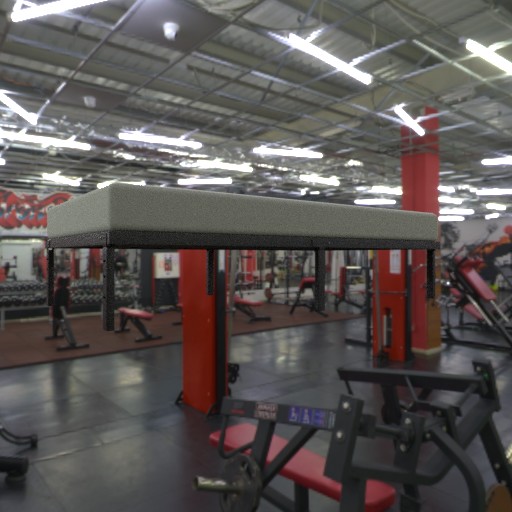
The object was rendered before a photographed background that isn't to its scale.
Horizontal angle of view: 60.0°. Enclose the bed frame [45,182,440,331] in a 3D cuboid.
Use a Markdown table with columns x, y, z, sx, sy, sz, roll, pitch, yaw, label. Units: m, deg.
| x | y | z | sx | sy | sz | roll | pitch | yaw | label |
| --- | --- | --- | --- | --- | --- | --- | --- | --- | --- |
| 0.000 | 0.000 | 3.302 | 2.635 | 0.680 | 1.393 | 0 | 0 | -36 | bed frame |
